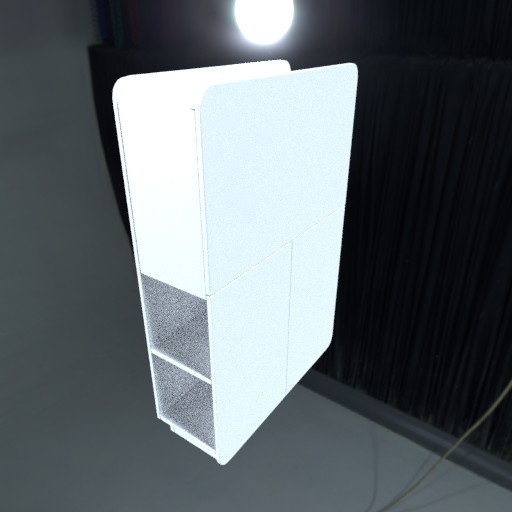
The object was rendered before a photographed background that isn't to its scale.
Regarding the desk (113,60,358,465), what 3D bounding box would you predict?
[{"bbox_3d":[0.000,0.000,1.523,0.278,1.190,0.795,18,32,31],"label":"desk"}]
